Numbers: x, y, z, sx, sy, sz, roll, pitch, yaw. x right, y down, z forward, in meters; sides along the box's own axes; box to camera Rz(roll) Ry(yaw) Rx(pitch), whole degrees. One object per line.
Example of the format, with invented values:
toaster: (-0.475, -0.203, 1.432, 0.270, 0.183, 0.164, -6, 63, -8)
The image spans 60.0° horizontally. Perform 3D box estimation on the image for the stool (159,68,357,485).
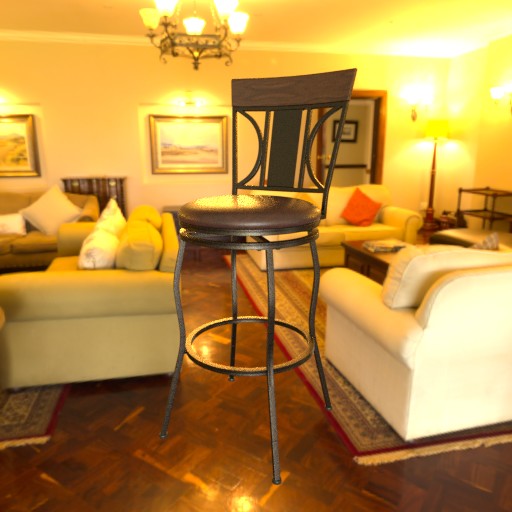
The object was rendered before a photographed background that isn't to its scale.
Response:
stool: (0.000, 0.000, 1.391, 0.448, 1.130, 0.513, 8, 16, 28)
